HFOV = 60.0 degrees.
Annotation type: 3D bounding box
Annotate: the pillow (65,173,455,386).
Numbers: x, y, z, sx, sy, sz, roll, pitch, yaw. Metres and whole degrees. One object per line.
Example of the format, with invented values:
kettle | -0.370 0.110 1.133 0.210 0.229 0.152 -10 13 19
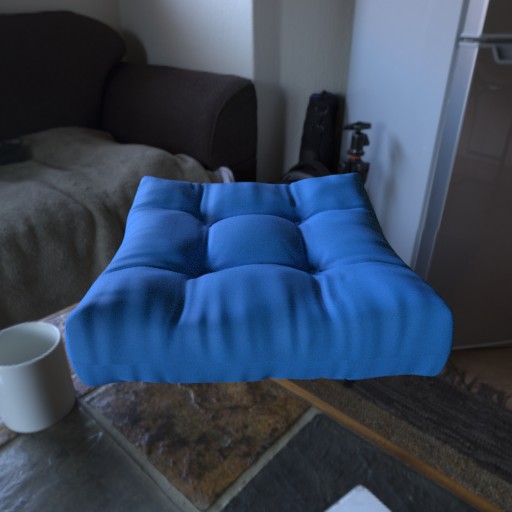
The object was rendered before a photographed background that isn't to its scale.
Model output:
pillow | 0.000 0.000 0.720 0.468 0.128 0.490 -1 30 -2
